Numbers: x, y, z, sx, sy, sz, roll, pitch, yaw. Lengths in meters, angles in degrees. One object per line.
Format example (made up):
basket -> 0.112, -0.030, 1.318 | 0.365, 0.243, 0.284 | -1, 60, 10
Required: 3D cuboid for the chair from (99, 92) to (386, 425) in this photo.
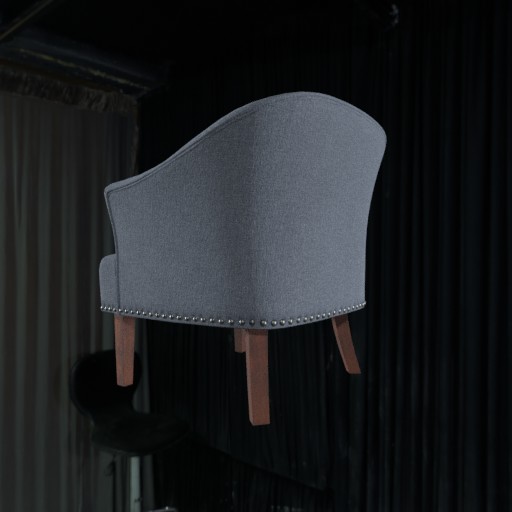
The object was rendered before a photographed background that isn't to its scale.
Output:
chair -> 0.000, 0.000, 1.423 | 0.704, 0.815, 0.798 | 0, 1, 37
